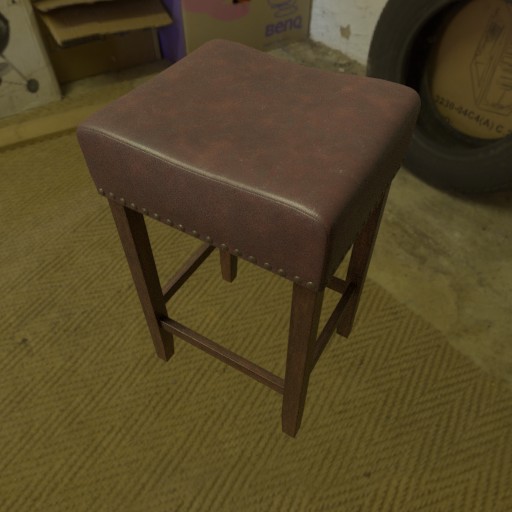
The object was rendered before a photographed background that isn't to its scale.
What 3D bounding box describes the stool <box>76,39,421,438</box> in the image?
[{"bbox_3d":[0.000,0.000,1.025,0.465,0.769,0.401,24,52,20],"label":"stool"}]
